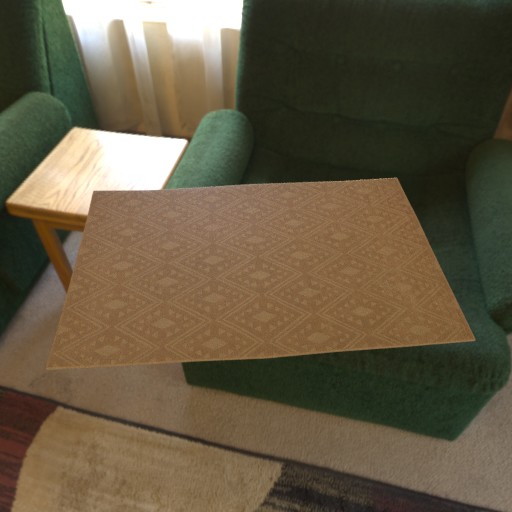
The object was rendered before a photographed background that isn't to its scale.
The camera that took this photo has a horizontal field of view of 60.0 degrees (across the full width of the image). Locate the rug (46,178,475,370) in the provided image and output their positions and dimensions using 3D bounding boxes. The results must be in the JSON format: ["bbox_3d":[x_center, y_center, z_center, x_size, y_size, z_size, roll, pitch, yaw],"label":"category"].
[{"bbox_3d":[0.000,0.000,3.017,2.430,0.053,1.553,-3,47,-3],"label":"rug"}]
